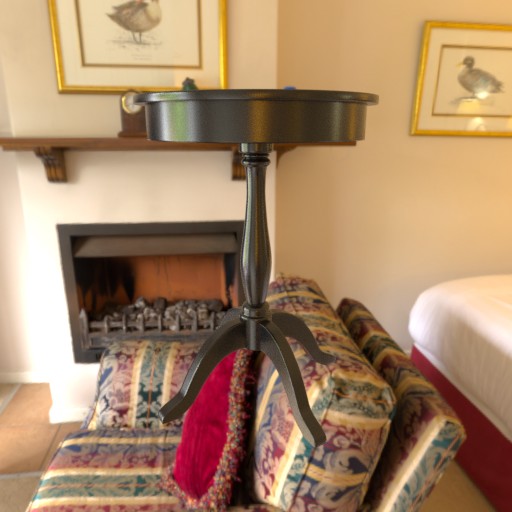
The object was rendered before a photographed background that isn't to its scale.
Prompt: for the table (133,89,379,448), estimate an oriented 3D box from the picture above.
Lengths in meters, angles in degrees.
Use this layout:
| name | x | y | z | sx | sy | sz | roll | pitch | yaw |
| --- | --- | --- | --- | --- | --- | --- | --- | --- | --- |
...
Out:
| name | x | y | z | sx | sy | sz | roll | pitch | yaw |
| --- | --- | --- | --- | --- | --- | --- | --- | --- | --- |
| table | 0.000 | 0.000 | 0.982 | 0.481 | 0.665 | 0.481 | 0 | 17 | 0 |
